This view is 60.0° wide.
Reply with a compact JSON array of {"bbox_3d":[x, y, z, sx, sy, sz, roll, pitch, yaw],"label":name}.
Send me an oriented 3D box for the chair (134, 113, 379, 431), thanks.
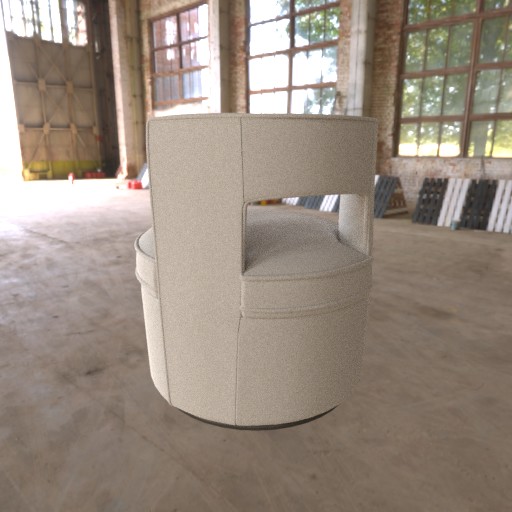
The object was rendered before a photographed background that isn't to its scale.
[{"bbox_3d":[0.000,0.000,1.232,0.650,0.723,0.665,-7,16,-26],"label":"chair"}]
